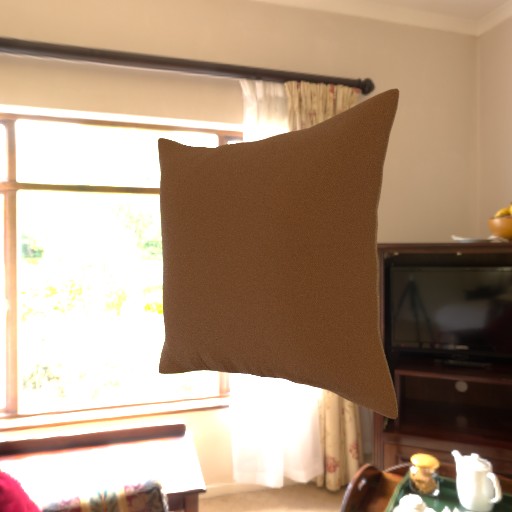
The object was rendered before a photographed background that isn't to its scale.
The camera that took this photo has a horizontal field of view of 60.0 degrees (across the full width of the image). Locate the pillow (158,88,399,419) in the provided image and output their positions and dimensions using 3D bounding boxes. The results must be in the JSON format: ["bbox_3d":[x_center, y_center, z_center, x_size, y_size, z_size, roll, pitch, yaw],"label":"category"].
[{"bbox_3d":[0.000,0.000,0.708,0.453,0.443,0.168,0,0,35],"label":"pillow"}]
